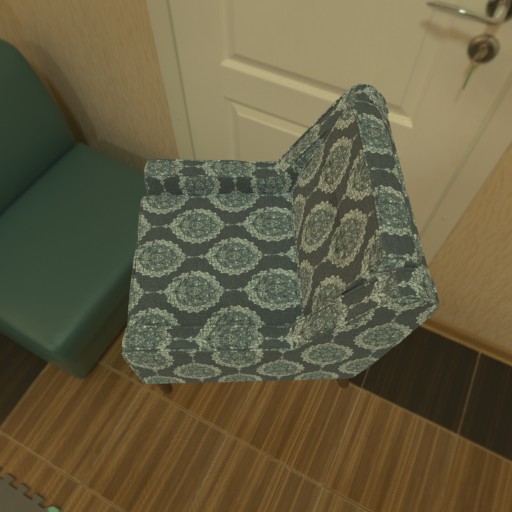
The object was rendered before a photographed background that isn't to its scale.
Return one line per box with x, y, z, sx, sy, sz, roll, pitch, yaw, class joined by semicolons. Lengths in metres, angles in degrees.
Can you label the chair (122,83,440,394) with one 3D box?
0.000;0.000;1.348;0.743;0.792;0.663;-2;59;-1;chair
